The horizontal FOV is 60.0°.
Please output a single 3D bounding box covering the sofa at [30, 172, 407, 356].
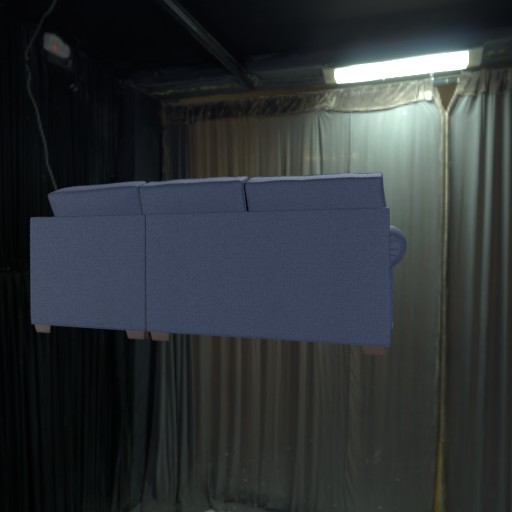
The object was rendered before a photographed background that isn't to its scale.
[{"bbox_3d":[0.000,0.000,3.918,2.487,1.042,2.562,0,1,18],"label":"sofa"}]
